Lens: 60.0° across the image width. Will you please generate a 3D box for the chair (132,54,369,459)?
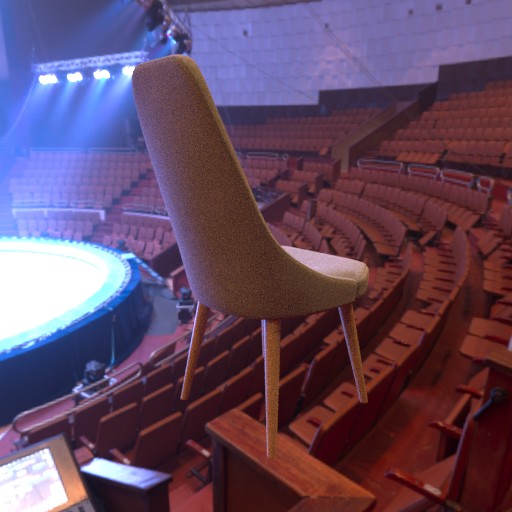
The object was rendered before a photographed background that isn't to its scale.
[{"bbox_3d":[0.000,0.000,1.356,0.660,1.040,0.510,-13,18,-43],"label":"chair"}]
